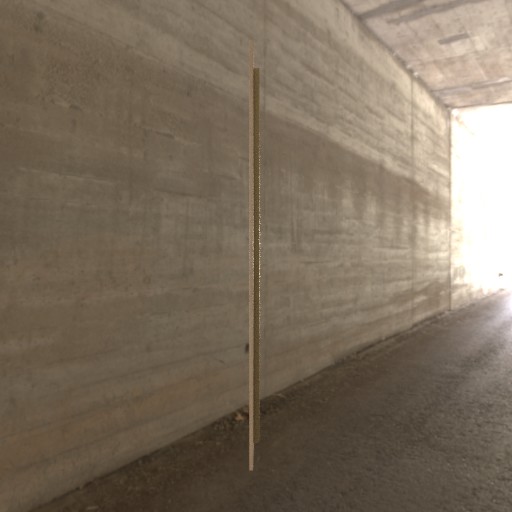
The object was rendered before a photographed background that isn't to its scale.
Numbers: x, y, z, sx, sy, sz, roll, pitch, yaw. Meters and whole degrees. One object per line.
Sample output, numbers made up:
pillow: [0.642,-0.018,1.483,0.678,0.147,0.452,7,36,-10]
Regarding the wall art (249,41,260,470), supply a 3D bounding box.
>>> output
wall art: [0.000,0.000,1.684,0.025,1.067,1.168,0,0,0]
